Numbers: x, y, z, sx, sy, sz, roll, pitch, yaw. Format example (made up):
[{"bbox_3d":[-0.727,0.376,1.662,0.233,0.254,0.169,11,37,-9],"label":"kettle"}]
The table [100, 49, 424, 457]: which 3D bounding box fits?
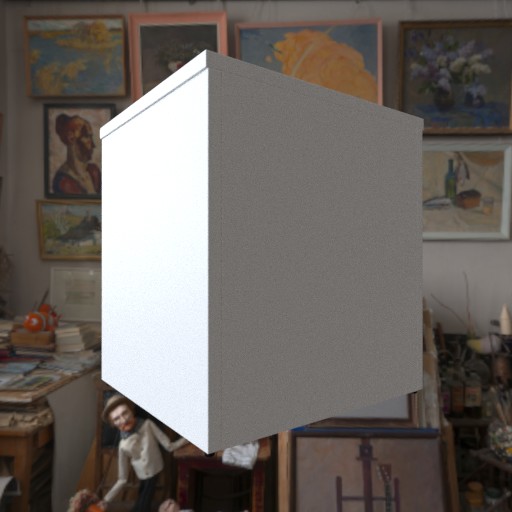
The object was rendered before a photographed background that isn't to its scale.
[{"bbox_3d":[0.000,0.000,0.772,0.420,0.460,0.380,0,0,-36],"label":"table"}]
